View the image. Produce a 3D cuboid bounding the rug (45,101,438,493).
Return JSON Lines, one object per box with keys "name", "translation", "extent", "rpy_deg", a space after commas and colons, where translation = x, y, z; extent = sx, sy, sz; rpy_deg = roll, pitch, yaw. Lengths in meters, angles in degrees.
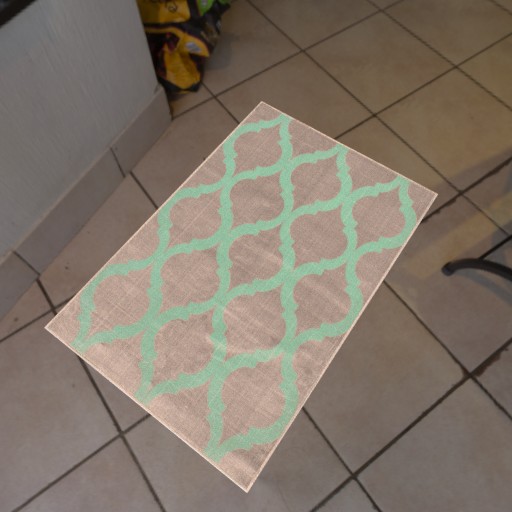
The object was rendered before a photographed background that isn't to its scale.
{"name": "rug", "translation": [0.000, 0.000, 2.911], "extent": [1.524, 0.006, 2.286], "rpy_deg": [33, 68, 15]}
